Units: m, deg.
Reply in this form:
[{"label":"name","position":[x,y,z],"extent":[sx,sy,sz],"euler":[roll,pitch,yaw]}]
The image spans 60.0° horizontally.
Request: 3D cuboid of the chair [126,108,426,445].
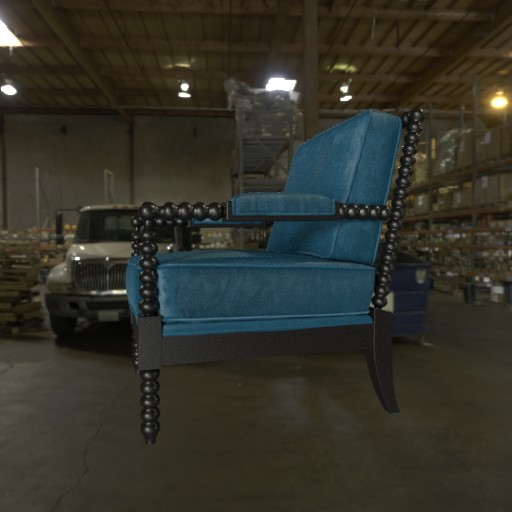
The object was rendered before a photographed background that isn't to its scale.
[{"label":"chair","position":[0.000,0.000,1.424],"extent":[0.805,0.857,0.688],"euler":[-1,2,-17]}]
